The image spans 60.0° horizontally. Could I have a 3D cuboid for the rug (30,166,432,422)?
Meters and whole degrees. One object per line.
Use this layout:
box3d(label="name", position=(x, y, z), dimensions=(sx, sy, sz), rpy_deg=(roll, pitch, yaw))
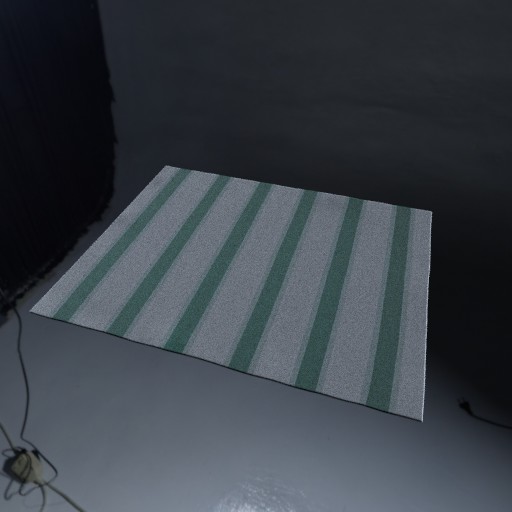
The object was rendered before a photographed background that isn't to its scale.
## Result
box3d(label="rug", position=(0.000, 0.000, 4.065), dimensions=(3.041, 0.019, 2.434), rpy_deg=(12, 43, 13))
